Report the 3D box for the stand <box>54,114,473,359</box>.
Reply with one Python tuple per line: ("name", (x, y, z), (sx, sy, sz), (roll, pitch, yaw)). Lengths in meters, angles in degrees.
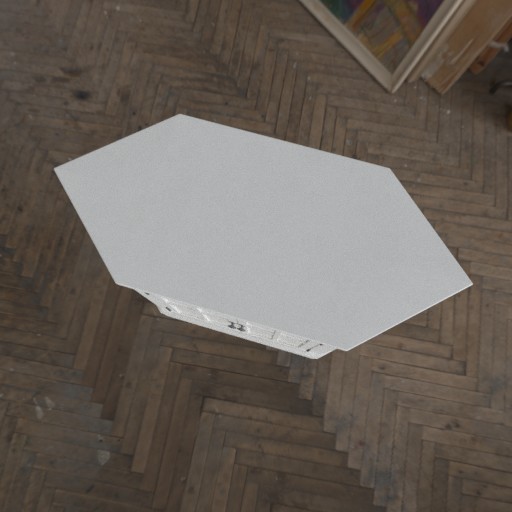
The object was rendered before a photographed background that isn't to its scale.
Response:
("stand", (0.000, 0.000, 1.383), (1.072, 0.614, 0.477), (16, 76, 4))
